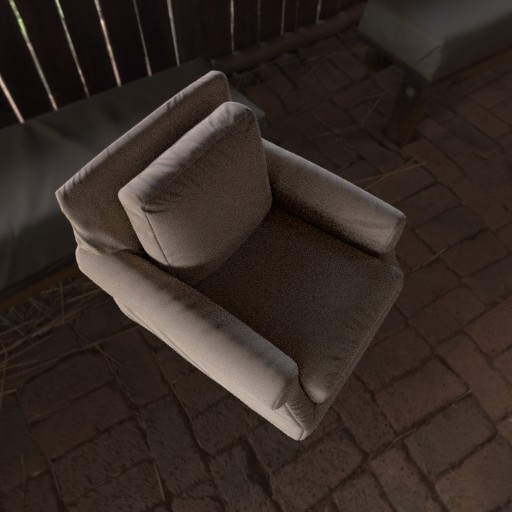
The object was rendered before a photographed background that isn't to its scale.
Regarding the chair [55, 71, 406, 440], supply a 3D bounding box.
[{"bbox_3d":[0.000,0.000,1.754,1.066,0.866,0.940,31,62,19],"label":"chair"}]
